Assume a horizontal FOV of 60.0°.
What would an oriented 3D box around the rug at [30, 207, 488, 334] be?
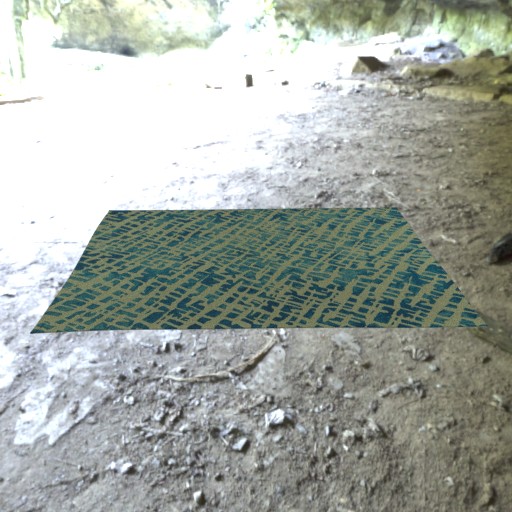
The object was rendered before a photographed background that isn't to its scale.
[{"bbox_3d":[0.000,0.000,2.284,1.830,0.011,1.209,-1,29,-1],"label":"rug"}]
